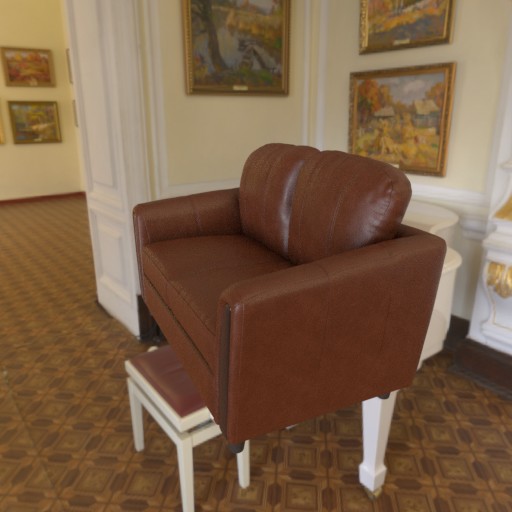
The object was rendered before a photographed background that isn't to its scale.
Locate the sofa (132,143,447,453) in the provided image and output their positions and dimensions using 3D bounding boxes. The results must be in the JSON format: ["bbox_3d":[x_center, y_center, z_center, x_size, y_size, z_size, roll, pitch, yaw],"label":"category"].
[{"bbox_3d":[0.000,0.000,1.936,0.805,0.906,1.406,-8,20,-24],"label":"sofa"}]
